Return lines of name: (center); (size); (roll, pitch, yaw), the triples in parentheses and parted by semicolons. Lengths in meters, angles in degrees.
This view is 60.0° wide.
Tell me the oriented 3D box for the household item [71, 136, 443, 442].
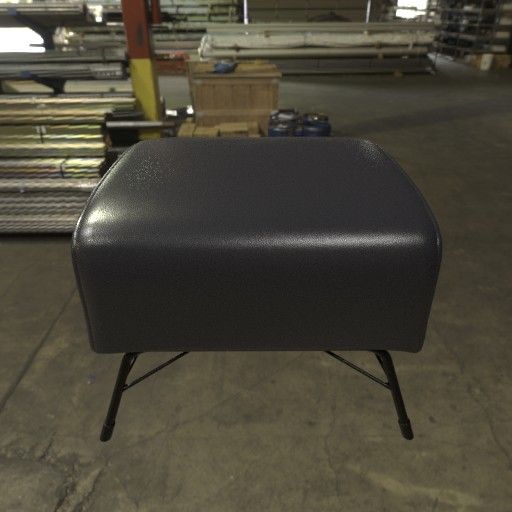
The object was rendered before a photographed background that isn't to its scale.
household item: (0.000, 0.000, 0.869); (0.530, 0.410, 0.530); (0, 30, 0)
